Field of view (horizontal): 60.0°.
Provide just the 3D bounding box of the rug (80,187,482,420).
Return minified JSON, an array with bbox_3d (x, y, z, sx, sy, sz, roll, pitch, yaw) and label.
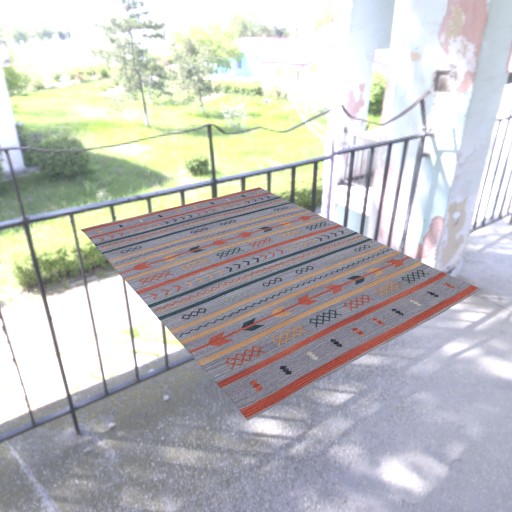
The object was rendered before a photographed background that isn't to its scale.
[{"bbox_3d":[0.000,0.000,4.027,2.263,0.022,3.029,-18,33,-31],"label":"rug"}]
